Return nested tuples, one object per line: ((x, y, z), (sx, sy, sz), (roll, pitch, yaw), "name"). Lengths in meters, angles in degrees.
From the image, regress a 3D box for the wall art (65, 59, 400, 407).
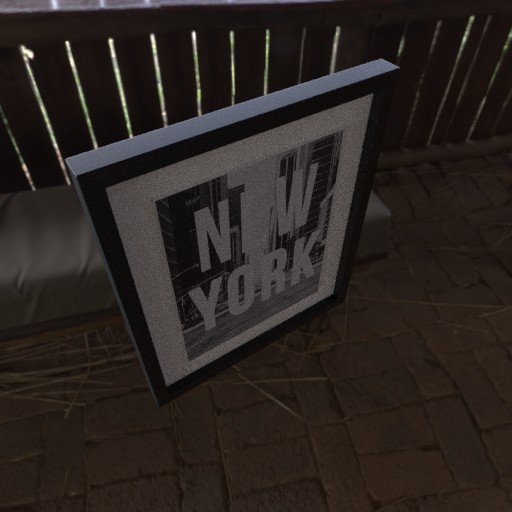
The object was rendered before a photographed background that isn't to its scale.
((0.000, 0.000, 0.527), (0.328, 0.381, 0.028), (-26, 52, -22), "wall art")
